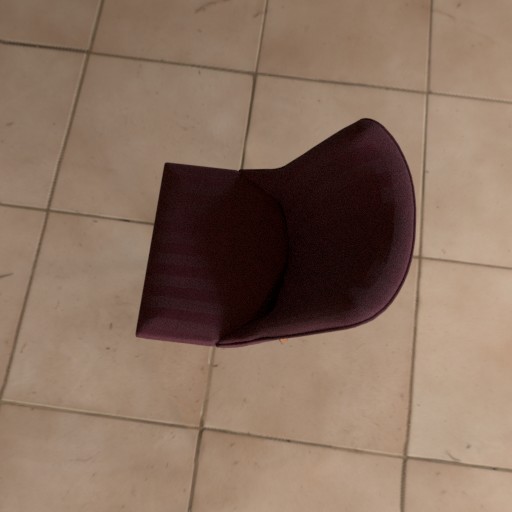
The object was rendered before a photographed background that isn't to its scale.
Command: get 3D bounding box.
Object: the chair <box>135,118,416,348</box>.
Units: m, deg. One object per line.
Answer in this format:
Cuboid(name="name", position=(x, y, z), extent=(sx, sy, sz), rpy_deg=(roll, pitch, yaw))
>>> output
Cuboid(name="chair", position=(0.000, 0.000, 1.303), extent=(0.638, 0.916, 0.548), rpy_deg=(6, 77, 1))
